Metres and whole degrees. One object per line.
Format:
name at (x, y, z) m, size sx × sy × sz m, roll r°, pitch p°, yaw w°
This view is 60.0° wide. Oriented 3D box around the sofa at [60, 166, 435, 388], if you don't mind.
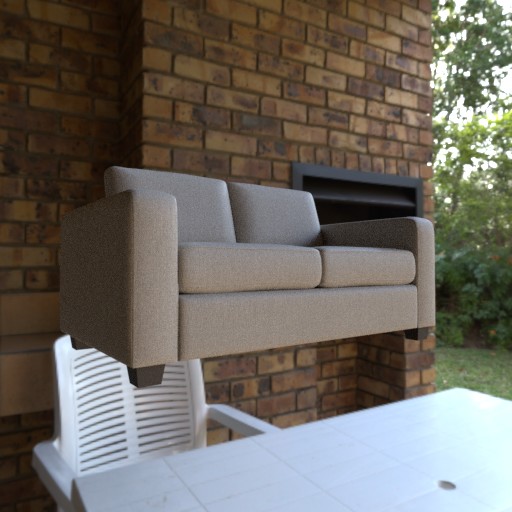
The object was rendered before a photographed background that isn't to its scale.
sofa at (0.000, 0.000, 2.065) m, size 1.540 × 0.800 × 0.900 m, roll 1°, pitch -1°, yaw -36°
